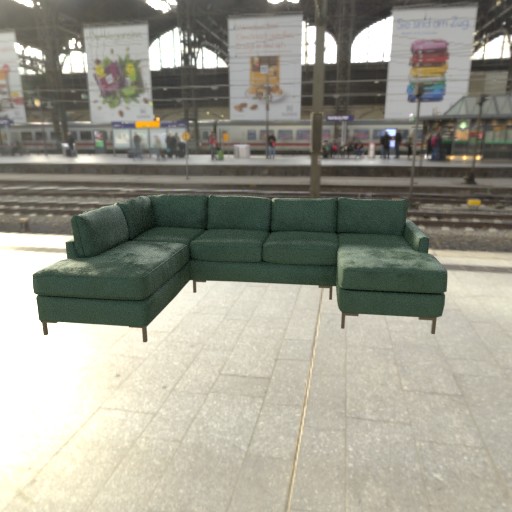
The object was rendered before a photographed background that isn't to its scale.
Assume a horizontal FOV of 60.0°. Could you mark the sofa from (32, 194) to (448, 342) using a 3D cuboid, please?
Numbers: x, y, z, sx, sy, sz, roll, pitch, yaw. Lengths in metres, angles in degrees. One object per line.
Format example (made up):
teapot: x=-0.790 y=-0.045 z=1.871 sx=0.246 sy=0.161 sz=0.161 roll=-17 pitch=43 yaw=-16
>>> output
sofa: x=0.000 y=0.000 z=3.886 sx=2.994 sy=0.861 sz=1.992 roll=2 pitch=15 yaw=8
